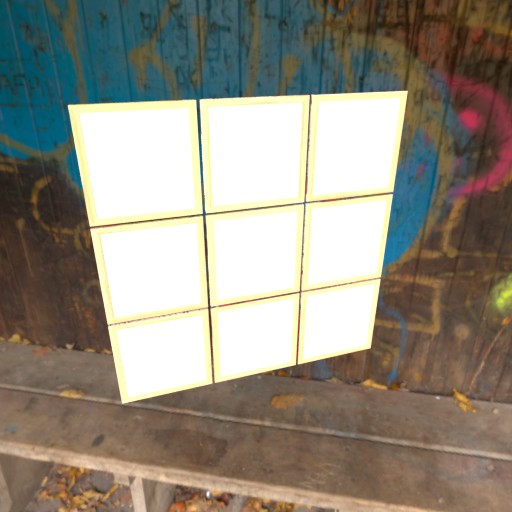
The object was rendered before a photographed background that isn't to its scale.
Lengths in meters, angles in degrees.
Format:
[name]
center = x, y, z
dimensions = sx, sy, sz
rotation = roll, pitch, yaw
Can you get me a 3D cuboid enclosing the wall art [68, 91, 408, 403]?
[wall art]
center = 0.000, 0.000, 1.793
dimensions = 1.206, 1.218, 0.013
rotation = -8, 28, -16
